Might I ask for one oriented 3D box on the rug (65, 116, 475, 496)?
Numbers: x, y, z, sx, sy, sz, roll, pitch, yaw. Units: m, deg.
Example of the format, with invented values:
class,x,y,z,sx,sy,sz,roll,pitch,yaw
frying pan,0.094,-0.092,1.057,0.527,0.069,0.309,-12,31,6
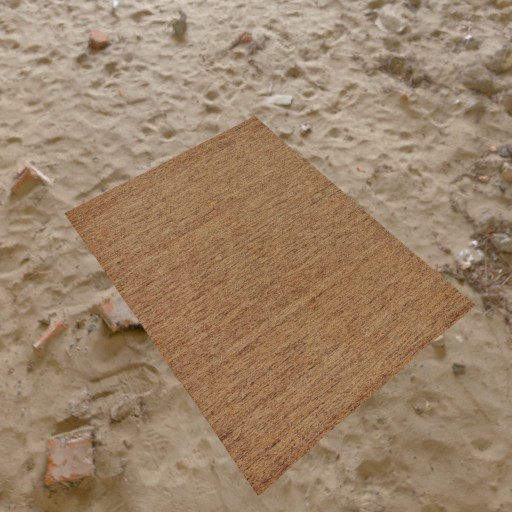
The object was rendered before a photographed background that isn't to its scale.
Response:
class,x,y,z,sx,sy,sz,roll,pitch,yaw
rug,0.000,0.000,4.205,2.438,0.012,3.200,-33,62,-20
